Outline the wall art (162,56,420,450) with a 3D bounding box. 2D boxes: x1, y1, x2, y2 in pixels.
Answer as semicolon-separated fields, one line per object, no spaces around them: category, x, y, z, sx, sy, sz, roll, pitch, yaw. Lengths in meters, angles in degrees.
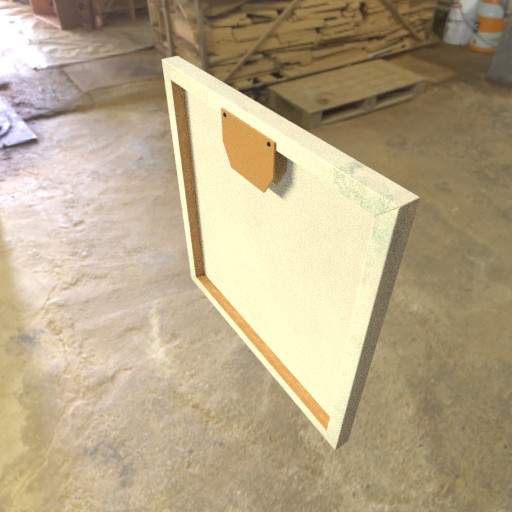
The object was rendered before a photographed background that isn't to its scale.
wall art;0.000;0.000;0.891;0.044;0.605;0.605;-25;48;-25
